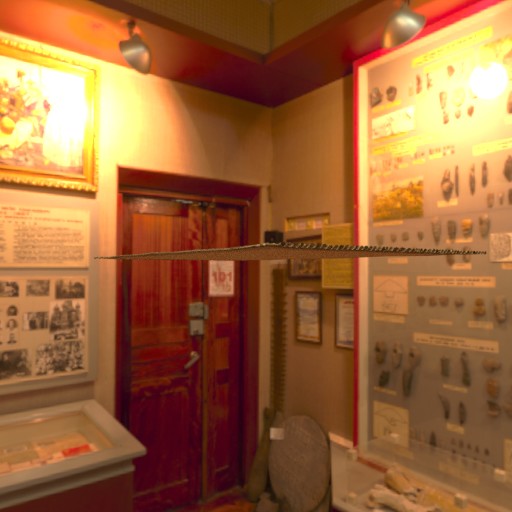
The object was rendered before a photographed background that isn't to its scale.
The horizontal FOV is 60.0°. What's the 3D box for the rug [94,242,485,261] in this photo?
[{"bbox_3d":[0.000,0.000,3.067,1.530,0.025,2.431,1,-2,-36],"label":"rug"}]
